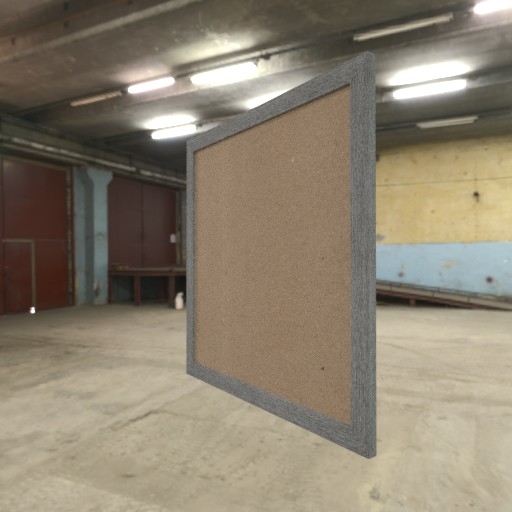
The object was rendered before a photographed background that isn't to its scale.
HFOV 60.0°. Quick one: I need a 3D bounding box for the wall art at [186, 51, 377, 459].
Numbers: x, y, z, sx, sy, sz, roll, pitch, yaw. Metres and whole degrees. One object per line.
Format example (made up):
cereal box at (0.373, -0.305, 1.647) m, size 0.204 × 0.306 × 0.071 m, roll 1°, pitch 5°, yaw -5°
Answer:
wall art at (0.000, 0.000, 1.030) m, size 0.020 × 0.685 × 0.685 m, roll 0°, pitch -1°, yaw -35°
